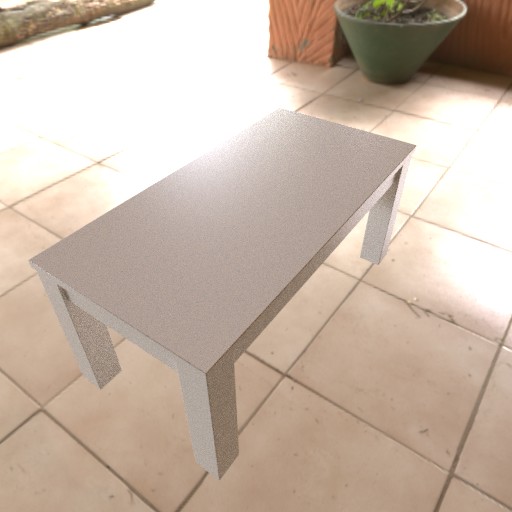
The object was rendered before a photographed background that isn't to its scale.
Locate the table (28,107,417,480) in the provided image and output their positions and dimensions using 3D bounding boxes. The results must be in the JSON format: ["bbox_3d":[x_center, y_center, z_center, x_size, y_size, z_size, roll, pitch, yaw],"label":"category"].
[{"bbox_3d":[0.000,0.000,2.340,0.900,0.790,1.800,25,47,26],"label":"table"}]
